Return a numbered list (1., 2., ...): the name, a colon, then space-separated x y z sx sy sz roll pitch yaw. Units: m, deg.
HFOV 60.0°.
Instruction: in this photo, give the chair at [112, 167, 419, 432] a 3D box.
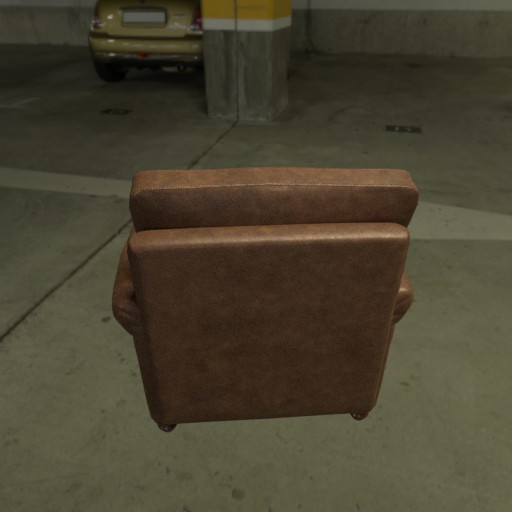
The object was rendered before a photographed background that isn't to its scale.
1. chair: 0.000 0.000 1.783 0.996 0.976 1.002 -2 31 -4
